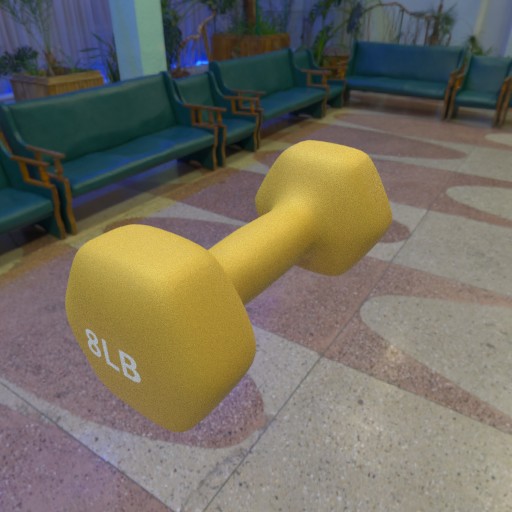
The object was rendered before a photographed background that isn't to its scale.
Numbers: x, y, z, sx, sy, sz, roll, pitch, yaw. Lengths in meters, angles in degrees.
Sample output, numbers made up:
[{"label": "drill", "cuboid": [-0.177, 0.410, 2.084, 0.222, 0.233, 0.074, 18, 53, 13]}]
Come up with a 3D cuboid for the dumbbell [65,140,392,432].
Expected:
[{"label": "dumbbell", "cuboid": [0.000, 0.000, 0.237, 0.090, 0.082, 0.190, 21, 37, 31]}]
